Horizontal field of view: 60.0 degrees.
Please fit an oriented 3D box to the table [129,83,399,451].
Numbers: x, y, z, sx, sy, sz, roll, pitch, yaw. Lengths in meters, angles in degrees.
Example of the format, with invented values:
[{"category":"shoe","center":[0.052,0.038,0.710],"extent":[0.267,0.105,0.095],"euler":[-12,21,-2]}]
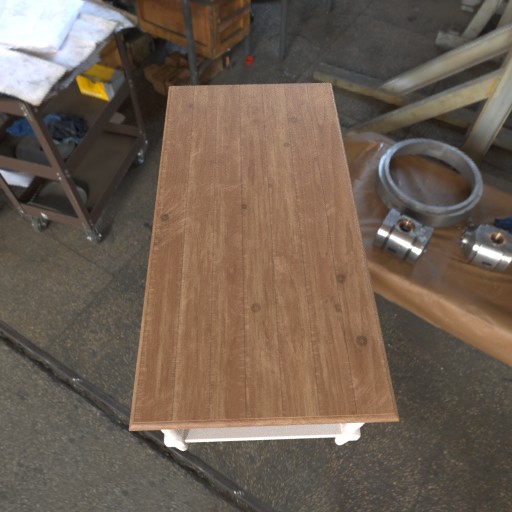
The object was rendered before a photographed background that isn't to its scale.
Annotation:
[{"category":"table","center":[0.000,0.000,1.400],"extent":[0.559,0.458,1.118],"euler":[-2,57,-1]}]
